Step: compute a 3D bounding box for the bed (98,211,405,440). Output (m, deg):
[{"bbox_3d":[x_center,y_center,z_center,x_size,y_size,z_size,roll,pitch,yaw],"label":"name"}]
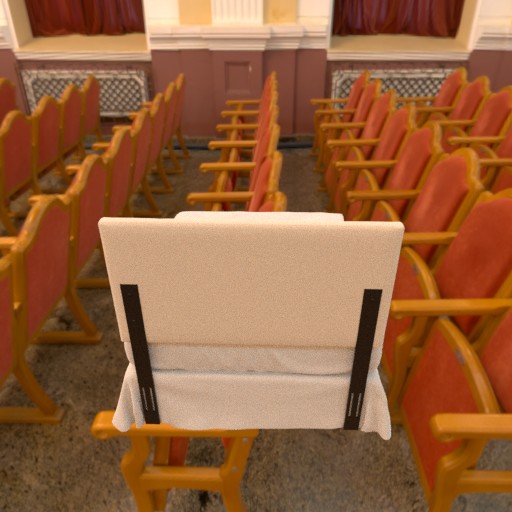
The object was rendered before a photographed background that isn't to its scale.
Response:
[{"bbox_3d":[0.000,0.000,3.595,1.936,1.577,2.222,1,30,2],"label":"bed"}]
